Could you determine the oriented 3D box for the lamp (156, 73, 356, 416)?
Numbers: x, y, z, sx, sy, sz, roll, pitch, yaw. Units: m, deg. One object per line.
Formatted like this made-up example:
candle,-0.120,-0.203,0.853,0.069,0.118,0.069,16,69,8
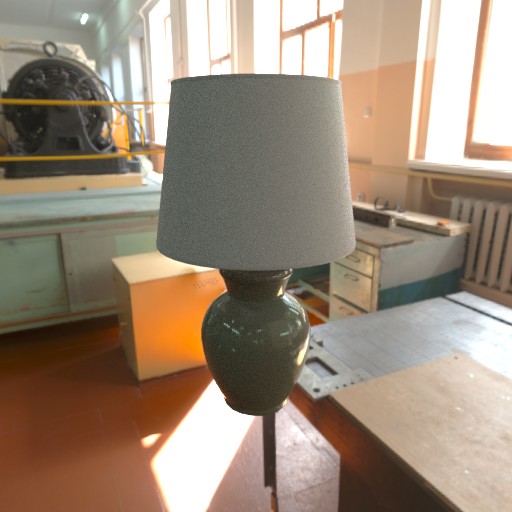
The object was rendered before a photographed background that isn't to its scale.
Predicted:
lamp,0.000,0.000,0.549,0.239,0.399,0.239,0,16,0
